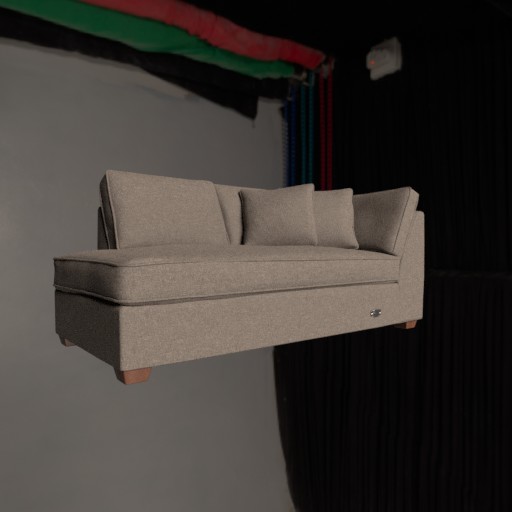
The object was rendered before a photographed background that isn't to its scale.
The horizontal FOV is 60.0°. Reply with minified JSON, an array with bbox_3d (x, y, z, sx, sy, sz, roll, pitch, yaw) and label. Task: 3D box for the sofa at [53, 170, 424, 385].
[{"bbox_3d":[0.000,0.000,2.866,2.237,1.033,1.110,-1,1,-38],"label":"sofa"}]
